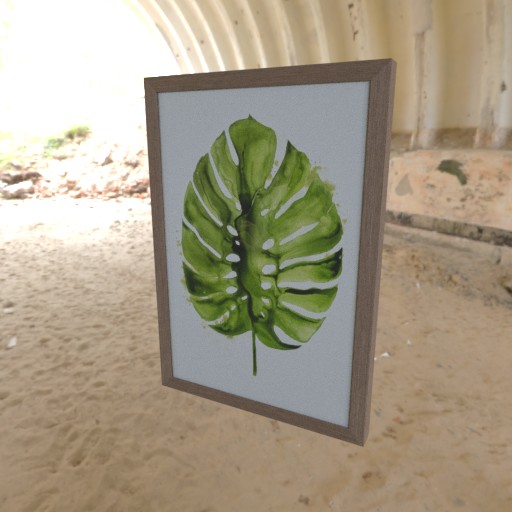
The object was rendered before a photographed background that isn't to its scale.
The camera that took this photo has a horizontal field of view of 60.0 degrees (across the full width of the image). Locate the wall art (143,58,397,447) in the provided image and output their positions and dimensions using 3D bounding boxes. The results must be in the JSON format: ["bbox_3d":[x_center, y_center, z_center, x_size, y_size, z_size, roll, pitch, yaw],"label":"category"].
[{"bbox_3d":[0.000,0.000,0.654,0.358,0.510,0.032,7,17,26],"label":"wall art"}]
